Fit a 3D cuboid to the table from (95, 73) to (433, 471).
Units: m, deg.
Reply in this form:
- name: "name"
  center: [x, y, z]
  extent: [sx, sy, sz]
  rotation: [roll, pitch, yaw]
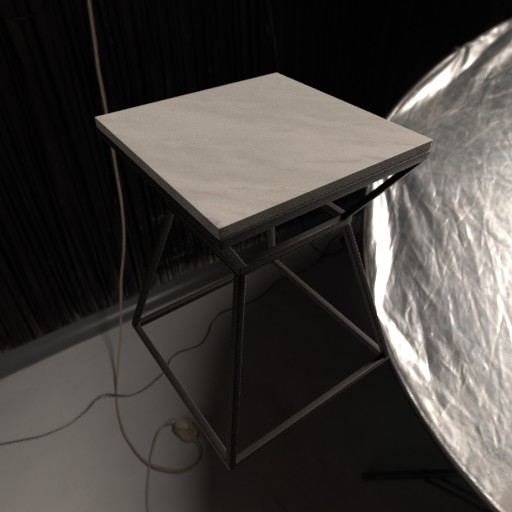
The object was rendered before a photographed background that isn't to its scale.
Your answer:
- name: "table"
  center: [0.000, 0.000, 0.920]
  extent: [0.455, 0.559, 0.455]
  rotation: [-25, 46, -27]
